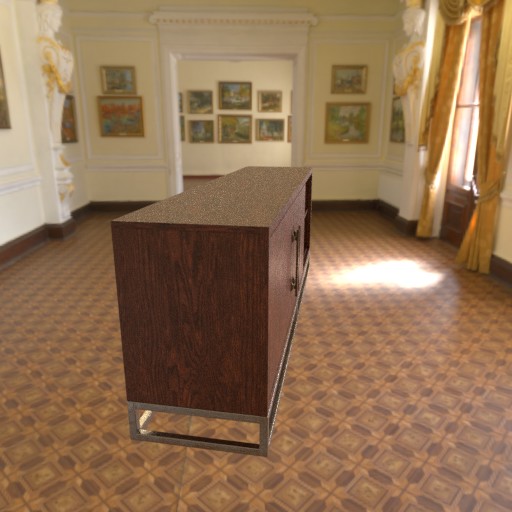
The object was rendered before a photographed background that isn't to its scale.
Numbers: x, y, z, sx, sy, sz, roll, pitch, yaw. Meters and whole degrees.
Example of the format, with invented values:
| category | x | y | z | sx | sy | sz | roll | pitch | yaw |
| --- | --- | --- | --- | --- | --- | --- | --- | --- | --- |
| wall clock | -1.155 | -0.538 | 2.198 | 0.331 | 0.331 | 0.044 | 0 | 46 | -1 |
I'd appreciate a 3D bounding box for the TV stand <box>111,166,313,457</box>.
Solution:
| category | x | y | z | sx | sy | sz | roll | pitch | yaw |
| --- | --- | --- | --- | --- | --- | --- | --- | --- | --- |
| TV stand | 0.000 | 0.000 | 1.767 | 0.382 | 0.578 | 1.541 | 3 | 16 | 10 |
